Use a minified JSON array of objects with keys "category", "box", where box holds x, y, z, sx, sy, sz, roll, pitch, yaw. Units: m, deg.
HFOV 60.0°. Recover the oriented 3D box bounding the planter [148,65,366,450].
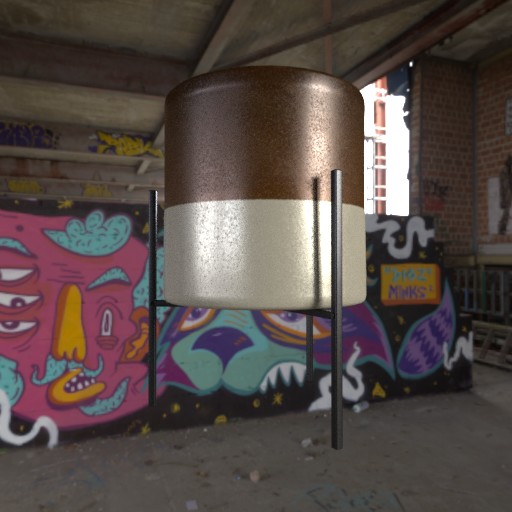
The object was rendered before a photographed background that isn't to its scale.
[{"category":"planter","box":[0.000,0.000,0.553,0.269,0.375,0.255,0,-1,0]}]
